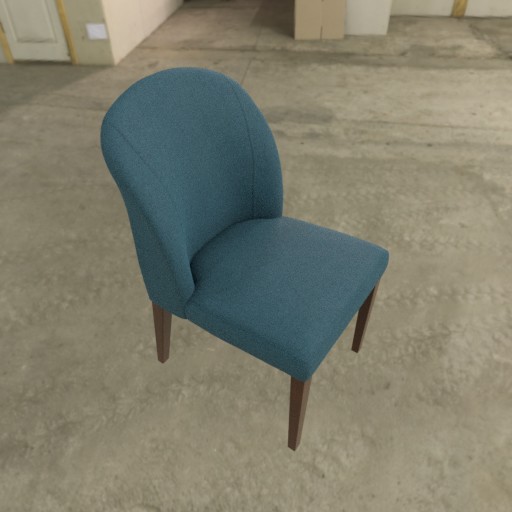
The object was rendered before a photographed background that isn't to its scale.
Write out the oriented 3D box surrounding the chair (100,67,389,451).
[{"bbox_3d":[0.000,0.000,1.239,0.620,0.879,0.507,24,46,26],"label":"chair"}]
